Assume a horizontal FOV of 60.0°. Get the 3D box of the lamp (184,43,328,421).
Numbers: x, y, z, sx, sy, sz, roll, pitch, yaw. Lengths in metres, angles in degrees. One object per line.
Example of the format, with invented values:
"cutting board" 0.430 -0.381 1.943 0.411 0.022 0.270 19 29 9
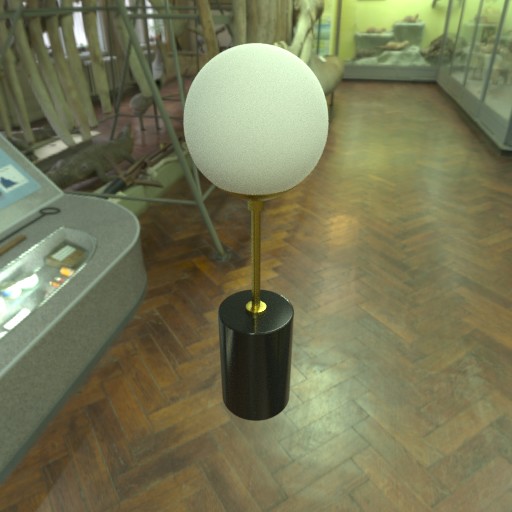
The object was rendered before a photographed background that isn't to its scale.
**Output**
"lamp" 0.000 0.000 0.554 0.153 0.480 0.153 0 29 0
